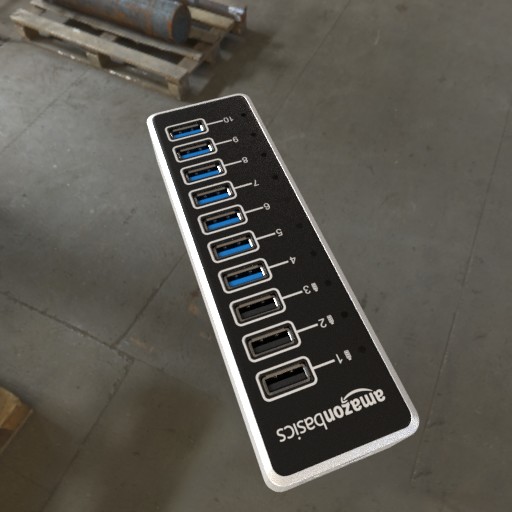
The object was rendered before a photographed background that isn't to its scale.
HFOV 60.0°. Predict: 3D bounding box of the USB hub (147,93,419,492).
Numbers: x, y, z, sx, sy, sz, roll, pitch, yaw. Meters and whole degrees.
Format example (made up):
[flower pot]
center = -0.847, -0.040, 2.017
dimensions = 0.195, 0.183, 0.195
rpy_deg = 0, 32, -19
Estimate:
[USB hub]
center = 0.000, 0.000, 0.159
dimensions = 0.044, 0.023, 0.145
rpy_deg = -17, 60, -10
